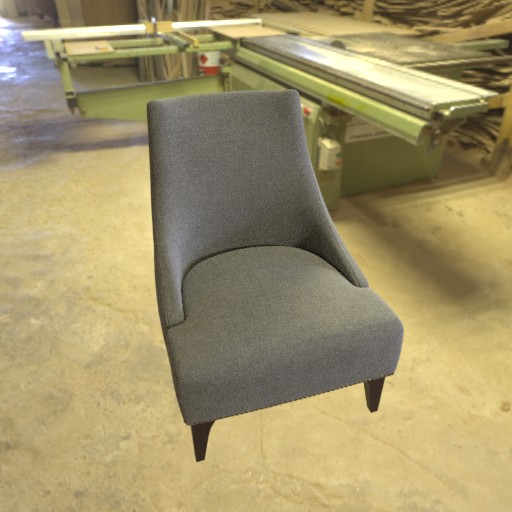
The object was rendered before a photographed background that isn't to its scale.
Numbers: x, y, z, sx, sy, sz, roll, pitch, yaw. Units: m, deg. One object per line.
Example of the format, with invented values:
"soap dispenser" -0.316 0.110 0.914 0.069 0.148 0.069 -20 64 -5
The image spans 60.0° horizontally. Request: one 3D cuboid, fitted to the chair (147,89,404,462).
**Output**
"chair" 0.000 0.000 1.512 0.701 0.909 0.861 -10 34 -14
